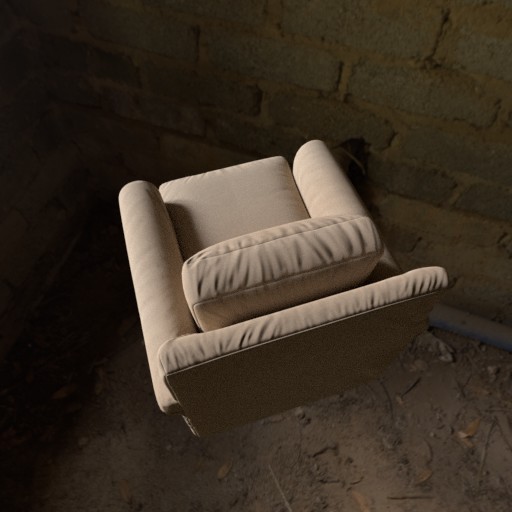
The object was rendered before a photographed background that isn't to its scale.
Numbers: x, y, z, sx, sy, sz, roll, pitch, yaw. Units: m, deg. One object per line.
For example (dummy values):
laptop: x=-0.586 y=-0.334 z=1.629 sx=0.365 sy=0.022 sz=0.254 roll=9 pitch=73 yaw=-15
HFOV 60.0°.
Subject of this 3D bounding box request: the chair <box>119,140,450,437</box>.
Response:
chair: x=0.000 y=0.000 z=1.738 sx=0.940 sy=0.866 sz=1.066 roll=-15 pitch=59 yaw=-9
